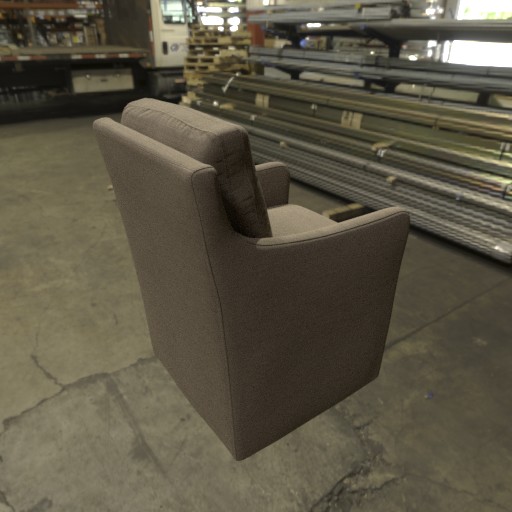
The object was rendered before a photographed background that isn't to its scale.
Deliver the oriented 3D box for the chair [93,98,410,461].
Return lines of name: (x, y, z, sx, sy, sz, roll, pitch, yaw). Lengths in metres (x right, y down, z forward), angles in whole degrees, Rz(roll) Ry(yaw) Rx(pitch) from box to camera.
chair: (0.000, 0.000, 1.364, 0.694, 0.914, 0.626, -19, 33, -31)
